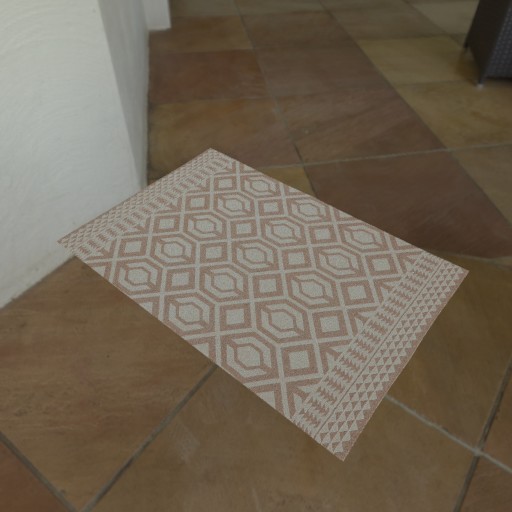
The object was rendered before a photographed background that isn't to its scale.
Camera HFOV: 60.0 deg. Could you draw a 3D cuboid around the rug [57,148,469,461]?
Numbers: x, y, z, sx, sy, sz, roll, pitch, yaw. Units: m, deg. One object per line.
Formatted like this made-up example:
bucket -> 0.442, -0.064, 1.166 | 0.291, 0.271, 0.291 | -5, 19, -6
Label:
rug -> 0.000, 0.000, 2.356 | 1.829, 0.008, 1.219 | 30, 53, 26
